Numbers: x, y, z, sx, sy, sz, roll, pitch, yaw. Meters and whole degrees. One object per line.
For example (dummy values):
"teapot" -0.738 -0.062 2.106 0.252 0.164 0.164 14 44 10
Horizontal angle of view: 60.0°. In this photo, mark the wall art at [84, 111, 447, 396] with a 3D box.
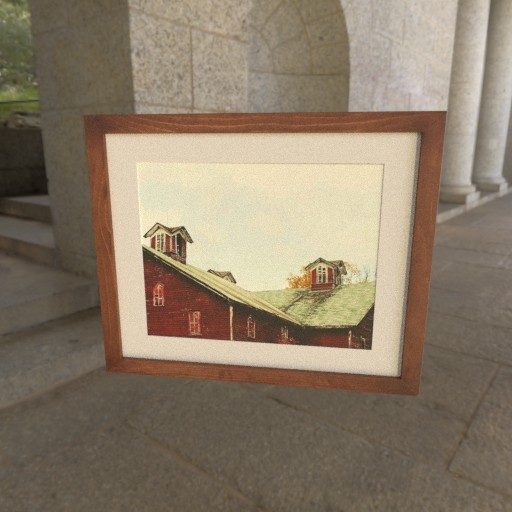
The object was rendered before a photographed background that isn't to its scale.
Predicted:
"wall art" 0.000 0.000 0.746 0.558 0.457 0.033 2 14 8
